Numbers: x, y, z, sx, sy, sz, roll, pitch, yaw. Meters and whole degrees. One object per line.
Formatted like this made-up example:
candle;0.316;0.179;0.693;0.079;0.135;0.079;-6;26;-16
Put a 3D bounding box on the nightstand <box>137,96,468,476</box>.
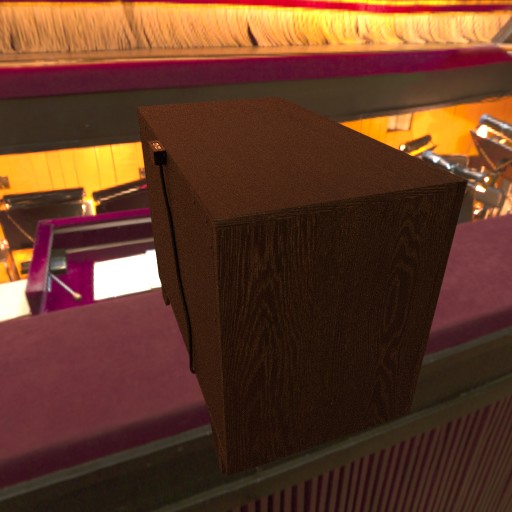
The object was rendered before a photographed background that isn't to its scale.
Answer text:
nightstand;0.000;0.000;1.118;0.457;0.612;0.775;-11;32;-18
